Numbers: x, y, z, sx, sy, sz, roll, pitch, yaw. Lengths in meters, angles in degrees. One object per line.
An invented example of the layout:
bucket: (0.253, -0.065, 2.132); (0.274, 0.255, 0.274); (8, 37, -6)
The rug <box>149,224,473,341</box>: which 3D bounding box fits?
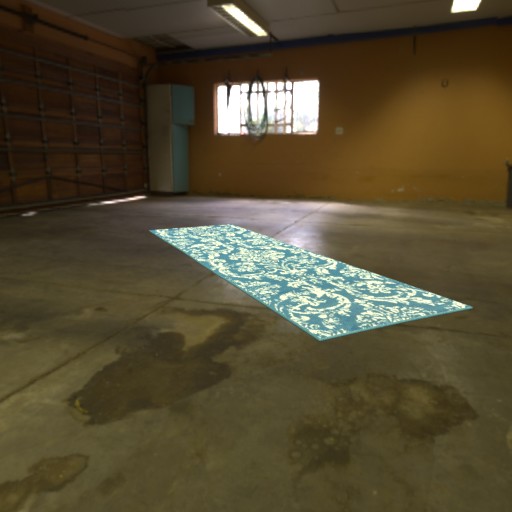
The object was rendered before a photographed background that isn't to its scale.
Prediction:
rug: (0.000, 0.000, 2.410); (0.662, 0.011, 2.196); (-6, 14, -25)
